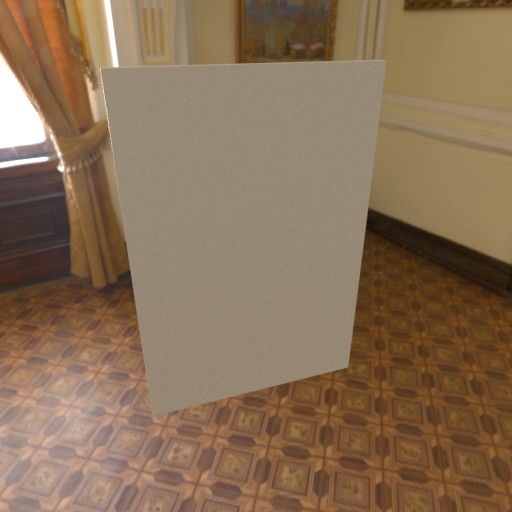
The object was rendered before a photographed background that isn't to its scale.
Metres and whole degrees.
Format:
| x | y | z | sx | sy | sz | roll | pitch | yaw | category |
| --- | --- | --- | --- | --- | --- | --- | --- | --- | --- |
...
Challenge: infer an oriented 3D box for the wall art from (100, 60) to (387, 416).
| x | y | z | sx | sy | sz | roll | pitch | yaw | category |
| --- | --- | --- | --- | --- | --- | --- | --- | --- | --- |
| 0.000 | 0.000 | 0.594 | 0.325 | 0.474 | 0.010 | -9 | 29 | -17 | wall art |
